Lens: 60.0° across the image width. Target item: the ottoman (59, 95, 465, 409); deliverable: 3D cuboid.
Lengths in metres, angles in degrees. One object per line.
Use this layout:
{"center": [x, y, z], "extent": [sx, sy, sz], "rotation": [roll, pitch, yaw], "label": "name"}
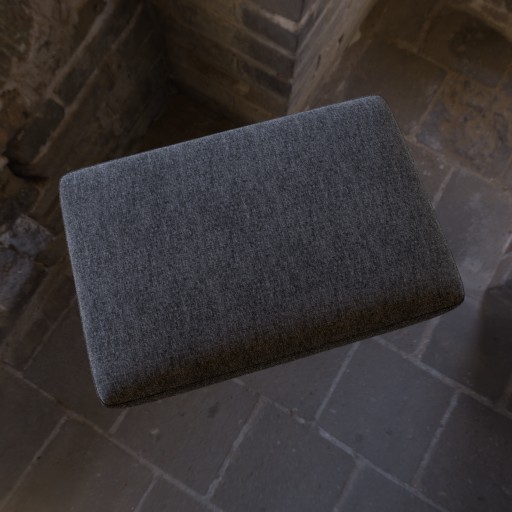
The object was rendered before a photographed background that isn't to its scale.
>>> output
{"center": [0.000, 0.000, 1.199], "extent": [0.864, 0.483, 0.584], "rotation": [-15, 76, -4], "label": "ottoman"}
